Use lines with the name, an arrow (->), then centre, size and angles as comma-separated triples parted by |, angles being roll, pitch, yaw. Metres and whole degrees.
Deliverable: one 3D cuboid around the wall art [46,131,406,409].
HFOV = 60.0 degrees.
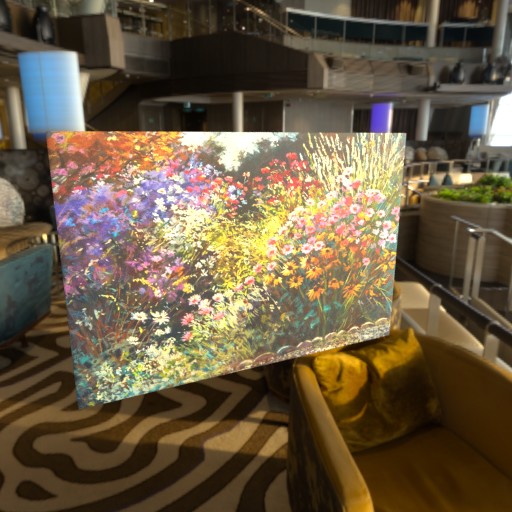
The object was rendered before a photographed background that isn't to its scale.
wall art -> 0.000, 0.000, 1.415 | 1.136, 0.760, 0.042 | -7, 17, -25
